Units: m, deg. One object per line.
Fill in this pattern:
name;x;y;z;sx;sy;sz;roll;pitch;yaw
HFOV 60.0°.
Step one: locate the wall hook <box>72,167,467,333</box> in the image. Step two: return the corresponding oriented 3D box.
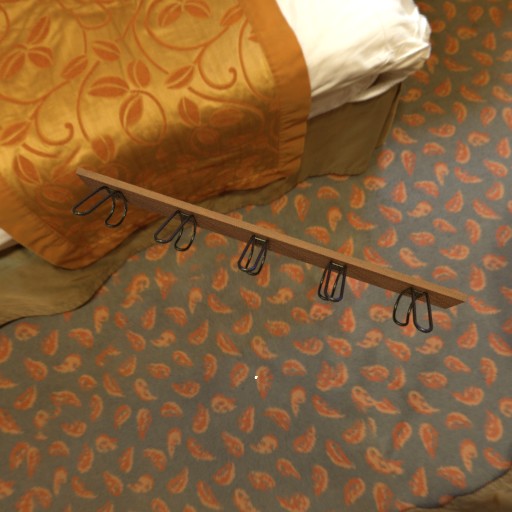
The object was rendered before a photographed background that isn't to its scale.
wall hook;0.000;0.000;0.599;0.554;0.116;0.076;19;75;5
